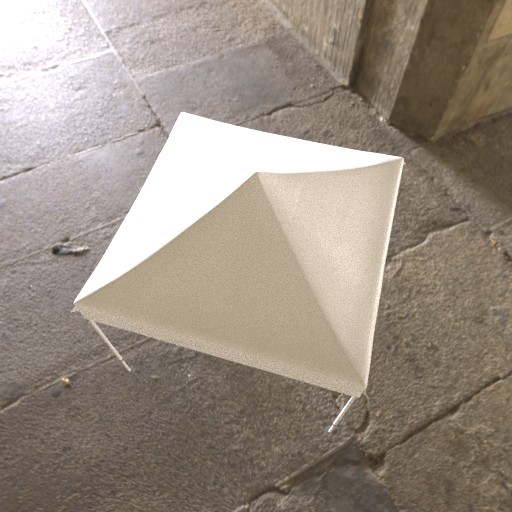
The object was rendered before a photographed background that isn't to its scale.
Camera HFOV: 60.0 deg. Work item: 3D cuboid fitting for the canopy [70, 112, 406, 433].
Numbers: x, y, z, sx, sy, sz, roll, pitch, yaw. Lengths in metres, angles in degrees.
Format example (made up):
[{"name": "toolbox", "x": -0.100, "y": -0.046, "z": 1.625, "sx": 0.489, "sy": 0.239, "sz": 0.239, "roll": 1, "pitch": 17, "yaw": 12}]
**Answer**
[{"name": "canopy", "x": 0.000, "y": 0.000, "z": 5.446, "sx": 2.996, "sy": 2.998, "sz": 2.994, "roll": 14, "pitch": 59, "yaw": 9}]
